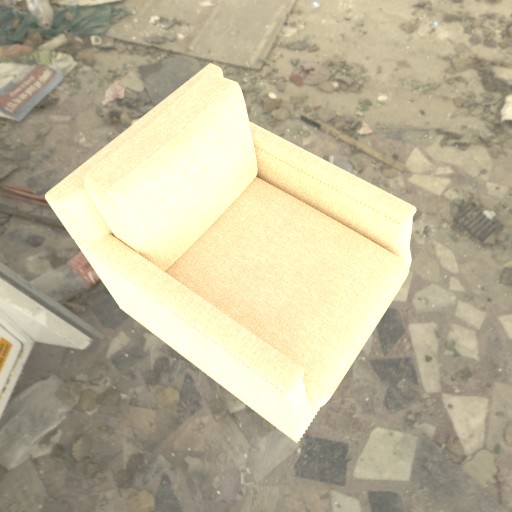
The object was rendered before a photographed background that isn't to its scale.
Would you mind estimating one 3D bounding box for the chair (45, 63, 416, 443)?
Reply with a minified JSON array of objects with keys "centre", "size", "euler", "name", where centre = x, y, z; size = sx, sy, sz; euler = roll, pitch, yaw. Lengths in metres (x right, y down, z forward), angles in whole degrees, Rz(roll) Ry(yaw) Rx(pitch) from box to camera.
[{"centre":[0.000,0.000,1.744],"size":[1.041,0.940,0.838],"euler":[32,64,18],"name":"chair"}]
